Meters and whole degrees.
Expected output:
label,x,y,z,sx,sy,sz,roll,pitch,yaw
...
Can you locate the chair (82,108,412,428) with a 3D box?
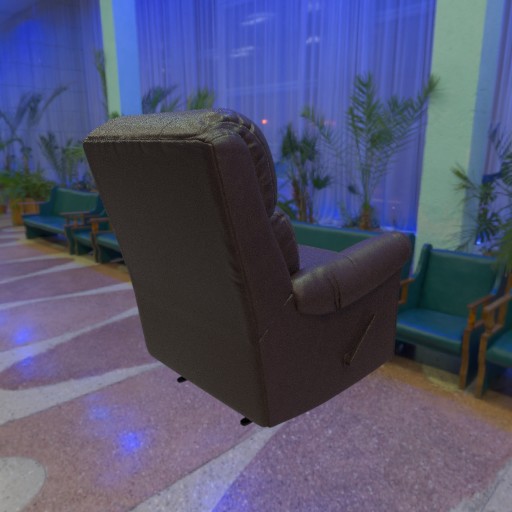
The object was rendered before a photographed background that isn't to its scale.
label,x,y,z,sx,sy,sz,roll,pitch,yaw
chair,0.000,0.000,1.743,1.014,1.054,0.838,-13,19,-42
